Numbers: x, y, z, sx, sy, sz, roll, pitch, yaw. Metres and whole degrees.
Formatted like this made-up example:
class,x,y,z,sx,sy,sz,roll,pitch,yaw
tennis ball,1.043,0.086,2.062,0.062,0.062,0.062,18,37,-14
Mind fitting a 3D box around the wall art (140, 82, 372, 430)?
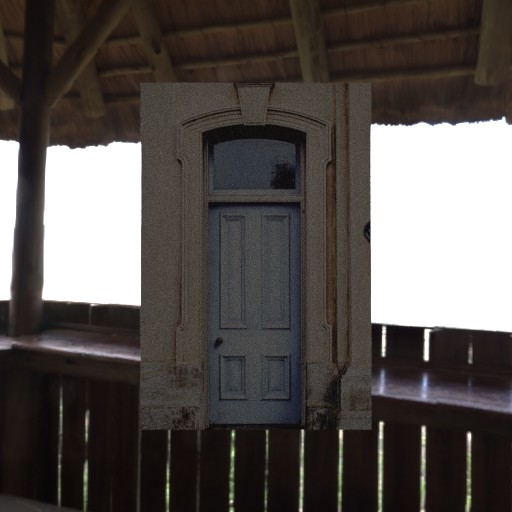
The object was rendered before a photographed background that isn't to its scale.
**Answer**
class,x,y,z,sx,sy,sz,roll,pitch,yaw
wall art,0.000,0.000,0.793,0.403,0.607,0.036,0,0,0
